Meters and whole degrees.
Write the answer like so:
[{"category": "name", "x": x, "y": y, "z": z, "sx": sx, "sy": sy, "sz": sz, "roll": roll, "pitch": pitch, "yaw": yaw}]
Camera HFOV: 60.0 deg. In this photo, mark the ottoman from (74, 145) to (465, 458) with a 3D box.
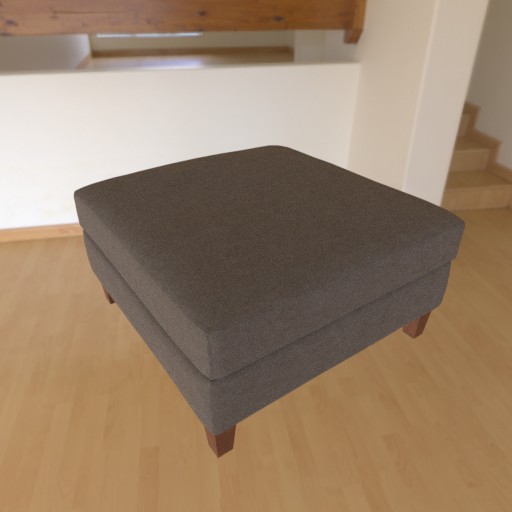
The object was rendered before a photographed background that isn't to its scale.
[{"category": "ottoman", "x": 0.000, "y": 0.000, "z": 1.423, "sx": 0.861, "sy": 0.482, "sz": 0.881, "roll": -20, "pitch": 37, "yaw": -30}]
